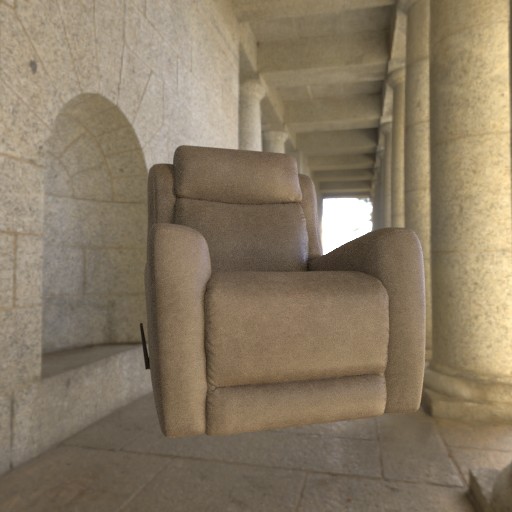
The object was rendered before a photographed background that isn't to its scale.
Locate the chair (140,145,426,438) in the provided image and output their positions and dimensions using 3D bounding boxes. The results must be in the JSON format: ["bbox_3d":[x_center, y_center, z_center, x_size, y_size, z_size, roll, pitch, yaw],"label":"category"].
[{"bbox_3d":[0.000,0.000,1.890,0.967,1.116,1.068,0,-2,-16],"label":"chair"}]
